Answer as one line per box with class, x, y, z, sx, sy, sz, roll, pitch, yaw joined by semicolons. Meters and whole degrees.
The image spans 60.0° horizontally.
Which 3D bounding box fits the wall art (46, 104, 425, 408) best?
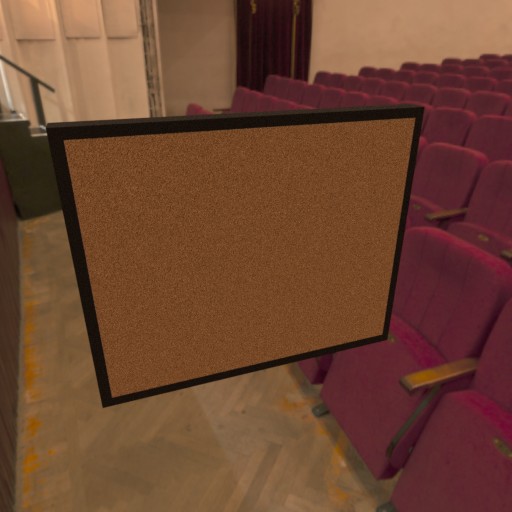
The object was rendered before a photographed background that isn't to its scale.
wall art;0.000;0.000;0.527;0.397;0.325;0.028;-9;27;-18
